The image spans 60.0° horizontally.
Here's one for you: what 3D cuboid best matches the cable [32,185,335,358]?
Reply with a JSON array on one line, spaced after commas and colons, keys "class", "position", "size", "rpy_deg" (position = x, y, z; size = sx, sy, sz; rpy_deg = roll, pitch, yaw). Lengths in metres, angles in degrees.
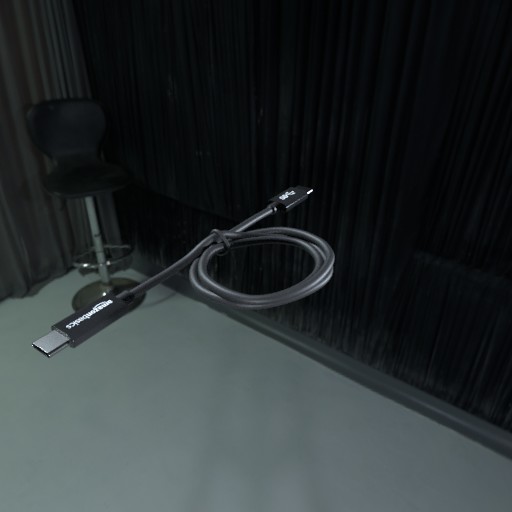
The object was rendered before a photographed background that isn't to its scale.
[{"class": "cable", "position": [0.000, 0.000, 0.207], "size": [0.070, 0.014, 0.186], "rpy_deg": [20, 36, 30]}]
